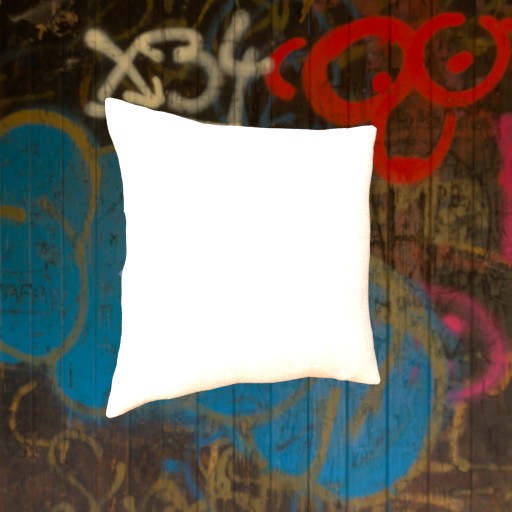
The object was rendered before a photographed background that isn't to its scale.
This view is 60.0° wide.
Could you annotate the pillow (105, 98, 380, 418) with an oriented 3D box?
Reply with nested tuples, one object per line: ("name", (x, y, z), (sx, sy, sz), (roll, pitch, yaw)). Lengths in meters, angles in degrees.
("pillow", (0.000, 0.000, 0.673), (0.433, 0.436, 0.173), (0, 1, -19))
